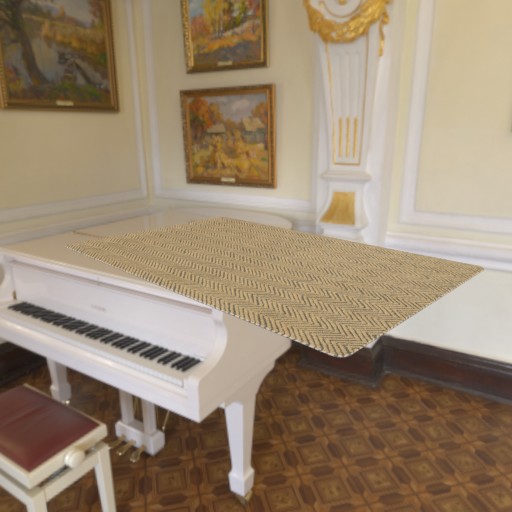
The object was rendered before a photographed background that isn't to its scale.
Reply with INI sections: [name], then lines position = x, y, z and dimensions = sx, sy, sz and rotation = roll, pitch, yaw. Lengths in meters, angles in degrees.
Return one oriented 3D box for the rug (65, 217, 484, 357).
[rug]
position = 0.000, 0.000, 2.165
dimensions = 1.752, 0.008, 1.144
rotation = 15, 21, 42
